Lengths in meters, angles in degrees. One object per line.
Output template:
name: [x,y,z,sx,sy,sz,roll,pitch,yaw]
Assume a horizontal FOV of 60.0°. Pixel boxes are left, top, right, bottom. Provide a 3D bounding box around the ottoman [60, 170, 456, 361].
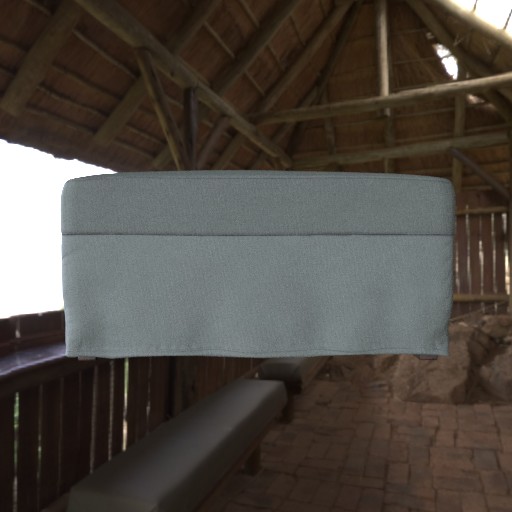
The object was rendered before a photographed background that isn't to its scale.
ottoman: [0.000,0.000,1.319,0.843,0.441,0.842,0,0,0]
